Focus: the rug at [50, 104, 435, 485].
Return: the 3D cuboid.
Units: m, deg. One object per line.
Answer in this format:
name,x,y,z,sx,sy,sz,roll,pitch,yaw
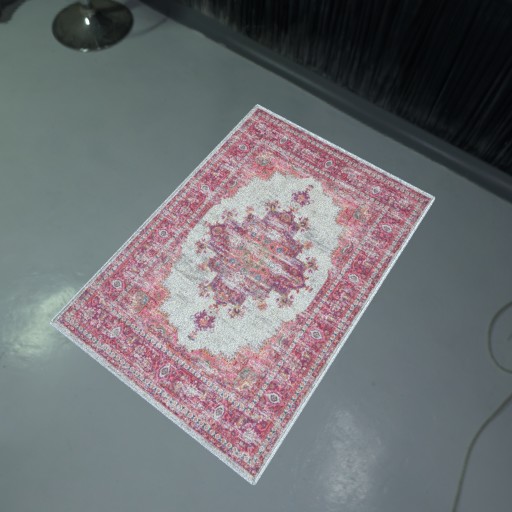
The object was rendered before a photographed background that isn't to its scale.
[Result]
rug,0.000,0.000,2.307,1.217,0.011,1.747,32,68,15
